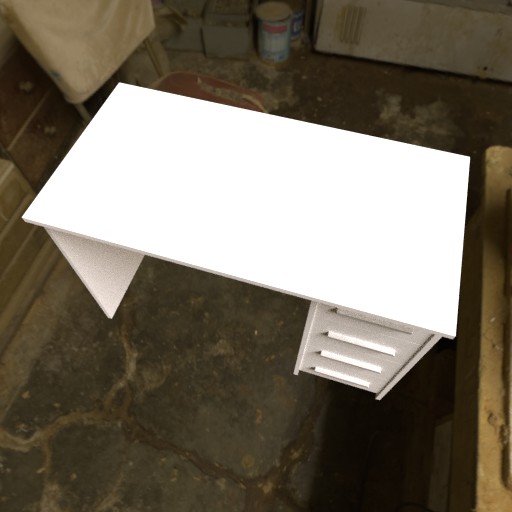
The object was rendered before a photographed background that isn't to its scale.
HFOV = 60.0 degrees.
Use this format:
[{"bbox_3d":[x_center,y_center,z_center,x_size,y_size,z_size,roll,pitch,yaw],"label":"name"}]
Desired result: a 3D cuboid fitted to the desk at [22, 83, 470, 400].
[{"bbox_3d":[0.000,0.000,1.511,1.096,0.730,0.560,15,60,9],"label":"desk"}]
